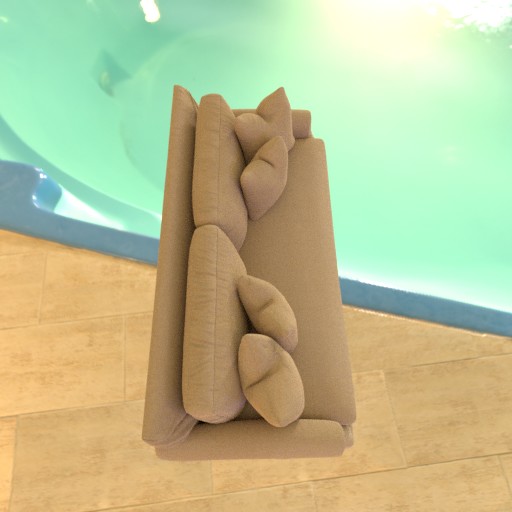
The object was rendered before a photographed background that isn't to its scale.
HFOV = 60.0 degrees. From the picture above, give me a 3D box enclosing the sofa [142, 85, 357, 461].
[{"bbox_3d":[0.000,0.000,2.727,1.067,0.904,2.285,-1,63,-1],"label":"sofa"}]
